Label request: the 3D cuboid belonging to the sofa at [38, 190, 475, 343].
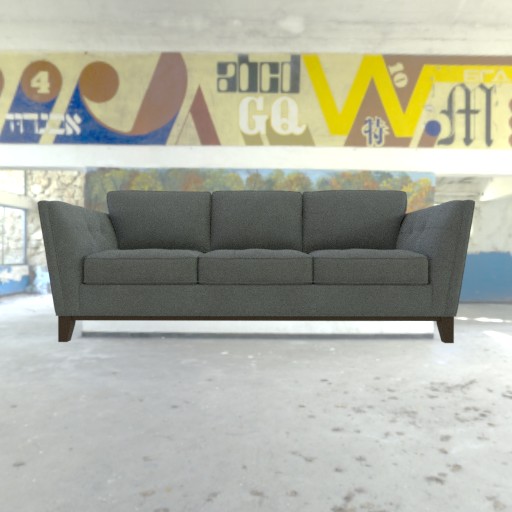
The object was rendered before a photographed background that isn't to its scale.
[{"bbox_3d":[0.000,0.000,2.889,2.387,0.940,0.965,0,1,1],"label":"sofa"}]
